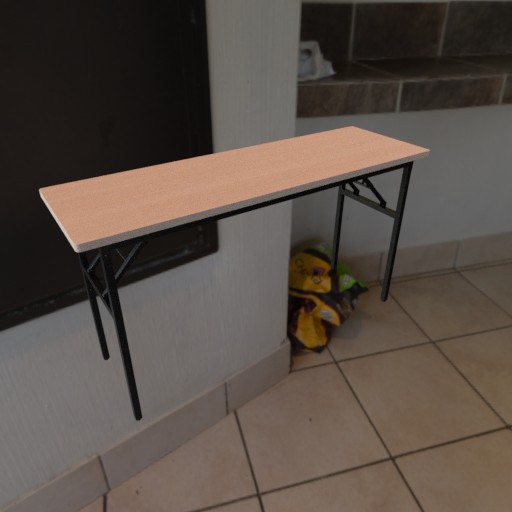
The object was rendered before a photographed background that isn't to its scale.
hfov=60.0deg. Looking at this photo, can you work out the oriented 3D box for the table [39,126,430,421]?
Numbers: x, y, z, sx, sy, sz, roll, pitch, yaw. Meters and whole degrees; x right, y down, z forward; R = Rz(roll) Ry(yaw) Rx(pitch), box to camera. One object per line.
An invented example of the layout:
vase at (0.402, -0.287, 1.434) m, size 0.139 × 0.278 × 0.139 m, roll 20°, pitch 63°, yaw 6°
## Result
table at (0.000, 0.000, 1.802) m, size 1.397 × 0.750 × 0.447 m, roll -19°, pitch 36°, yaw -28°
